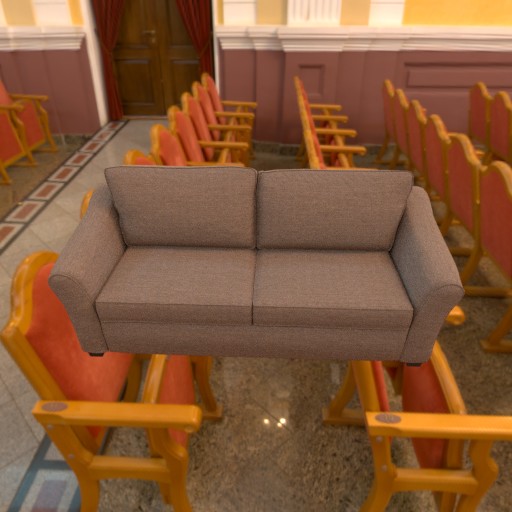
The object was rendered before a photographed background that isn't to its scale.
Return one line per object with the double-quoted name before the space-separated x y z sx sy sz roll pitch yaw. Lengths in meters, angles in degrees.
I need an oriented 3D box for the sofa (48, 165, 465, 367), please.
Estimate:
"sofa" 0.000 0.000 2.782 2.270 0.965 0.980 1 31 2
